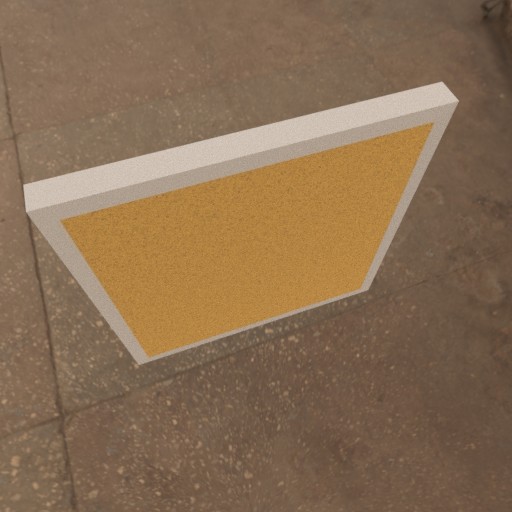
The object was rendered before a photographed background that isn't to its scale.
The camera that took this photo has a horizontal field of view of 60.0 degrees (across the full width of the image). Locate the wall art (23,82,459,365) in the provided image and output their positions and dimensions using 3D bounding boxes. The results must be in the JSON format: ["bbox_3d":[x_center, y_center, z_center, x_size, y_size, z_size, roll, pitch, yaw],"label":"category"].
[{"bbox_3d":[0.000,0.000,1.829,1.289,1.291,0.098,-17,60,-10],"label":"wall art"}]
